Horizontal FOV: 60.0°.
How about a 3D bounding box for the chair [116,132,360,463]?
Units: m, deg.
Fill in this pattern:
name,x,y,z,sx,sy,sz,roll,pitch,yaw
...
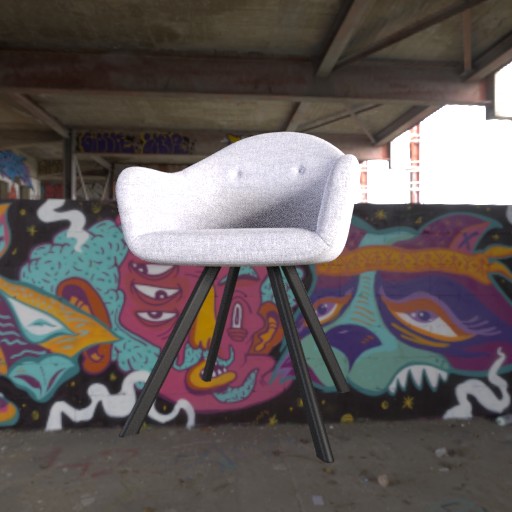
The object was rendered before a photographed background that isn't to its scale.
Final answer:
name,x,y,z,sx,sy,sz,roll,pitch,yaw
chair,0.000,0.000,1.167,0.540,0.780,0.570,0,0,16
